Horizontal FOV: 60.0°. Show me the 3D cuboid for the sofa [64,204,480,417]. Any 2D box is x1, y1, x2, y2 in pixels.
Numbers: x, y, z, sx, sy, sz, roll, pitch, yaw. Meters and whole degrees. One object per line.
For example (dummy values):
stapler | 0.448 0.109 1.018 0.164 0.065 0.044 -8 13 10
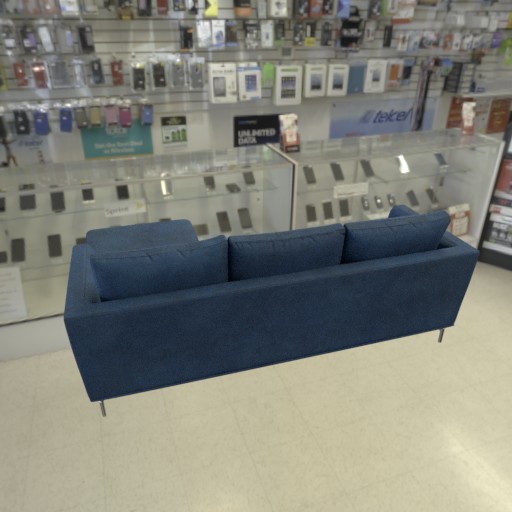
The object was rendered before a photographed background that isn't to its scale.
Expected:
sofa | 0.000 0.000 3.238 2.438 0.987 1.622 -8 29 -15
